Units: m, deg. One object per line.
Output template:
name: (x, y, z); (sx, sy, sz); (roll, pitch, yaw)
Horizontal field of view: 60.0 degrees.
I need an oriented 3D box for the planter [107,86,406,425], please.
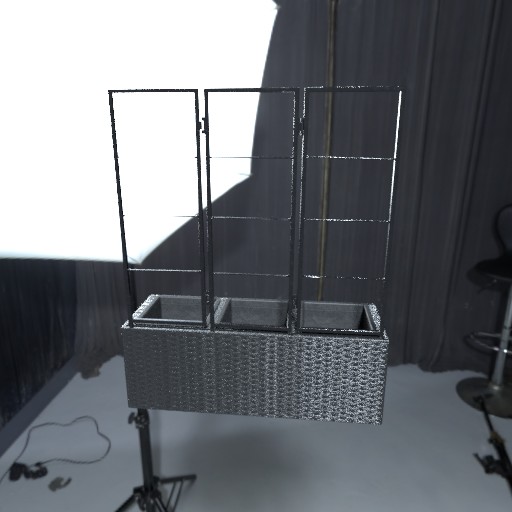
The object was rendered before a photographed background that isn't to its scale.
planter: (0.000, 0.000, 1.203); (0.698, 0.841, 0.244); (2, 16, 6)
